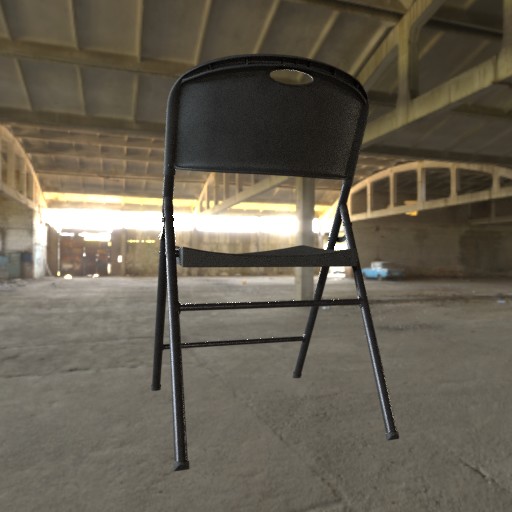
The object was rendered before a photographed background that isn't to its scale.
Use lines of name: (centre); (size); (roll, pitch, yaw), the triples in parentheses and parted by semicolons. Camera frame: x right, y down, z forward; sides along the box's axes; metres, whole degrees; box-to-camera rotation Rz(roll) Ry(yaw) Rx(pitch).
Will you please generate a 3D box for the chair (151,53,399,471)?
chair: (0.000, 0.000, 1.155); (0.494, 0.810, 0.567); (0, 0, -18)
